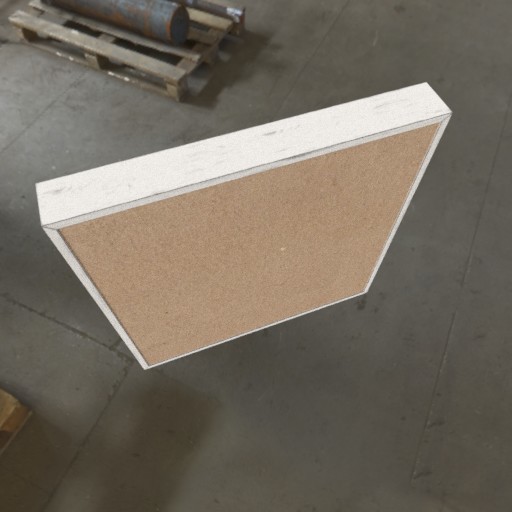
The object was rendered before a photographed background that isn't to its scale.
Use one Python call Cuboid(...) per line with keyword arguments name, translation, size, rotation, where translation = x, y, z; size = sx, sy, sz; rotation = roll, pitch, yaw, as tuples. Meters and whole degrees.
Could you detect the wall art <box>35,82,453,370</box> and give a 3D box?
Cuboid(name="wall art", translation=(0.000, 0.000, 0.448), size=(0.305, 0.305, 0.038), rotation=(-18, 60, -10))
